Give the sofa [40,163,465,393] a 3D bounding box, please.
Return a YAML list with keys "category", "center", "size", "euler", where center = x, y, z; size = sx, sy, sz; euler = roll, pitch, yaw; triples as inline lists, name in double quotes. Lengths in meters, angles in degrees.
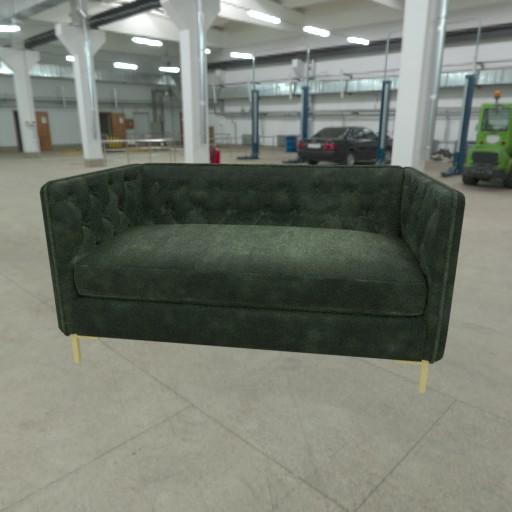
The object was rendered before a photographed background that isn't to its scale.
- category: "sofa"
  center: [0.000, 0.000, 2.045]
  size: [1.537, 0.768, 0.895]
  euler: [3, 17, 9]
